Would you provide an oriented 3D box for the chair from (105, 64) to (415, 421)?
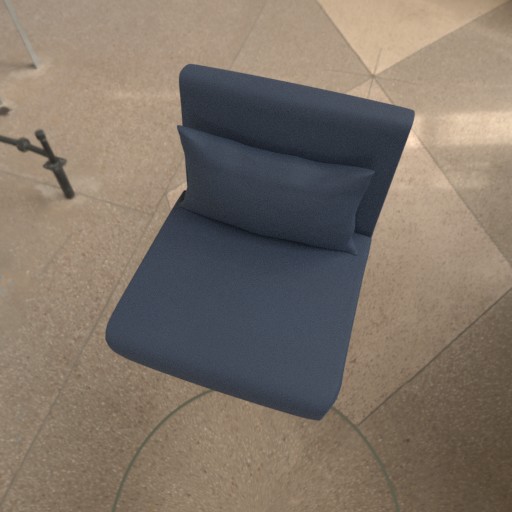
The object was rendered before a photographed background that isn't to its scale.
[{"bbox_3d":[0.000,0.000,1.540,0.770,0.808,0.900,15,60,9],"label":"chair"}]
